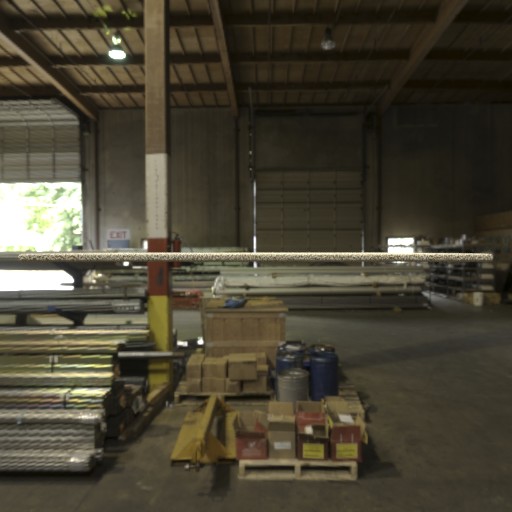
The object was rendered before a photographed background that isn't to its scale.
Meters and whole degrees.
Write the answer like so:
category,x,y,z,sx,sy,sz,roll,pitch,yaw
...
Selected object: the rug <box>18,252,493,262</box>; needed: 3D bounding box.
category,x,y,z,sx,sy,sz,roll,pitch,yaw
rug,0.000,0.000,2.255,1.778,0.030,1.219,0,1,1
